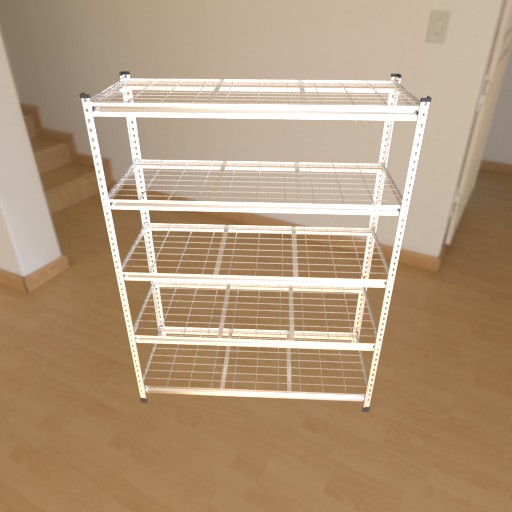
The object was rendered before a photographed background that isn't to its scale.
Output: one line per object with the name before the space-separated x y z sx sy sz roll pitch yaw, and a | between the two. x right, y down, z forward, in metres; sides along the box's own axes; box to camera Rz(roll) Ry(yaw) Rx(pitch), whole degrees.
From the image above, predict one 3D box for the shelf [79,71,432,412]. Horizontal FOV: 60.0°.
shelf | 0.000 0.000 2.682 1.524 1.981 0.610 2 32 2
